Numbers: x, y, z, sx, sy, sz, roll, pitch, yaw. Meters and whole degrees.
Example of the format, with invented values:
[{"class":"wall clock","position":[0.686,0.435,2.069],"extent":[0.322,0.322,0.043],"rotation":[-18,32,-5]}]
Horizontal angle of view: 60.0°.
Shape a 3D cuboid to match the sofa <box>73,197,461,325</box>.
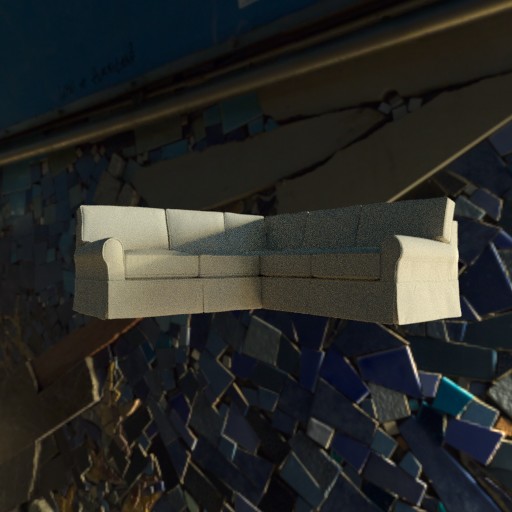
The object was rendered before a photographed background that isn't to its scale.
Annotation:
[{"class":"sofa","position":[0.000,0.000,4.101],"extent":[2.591,1.070,2.597],"rotation":[1,-1,-38]}]
